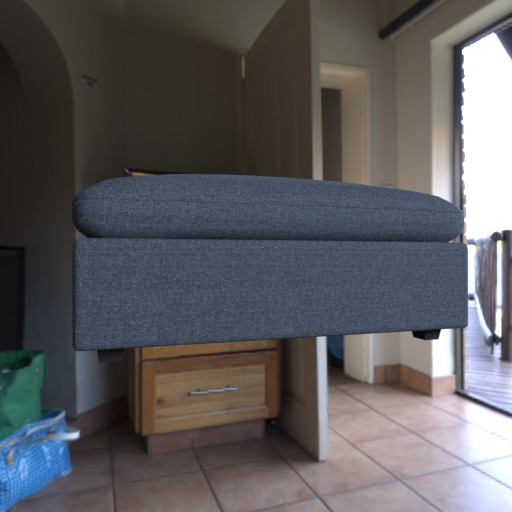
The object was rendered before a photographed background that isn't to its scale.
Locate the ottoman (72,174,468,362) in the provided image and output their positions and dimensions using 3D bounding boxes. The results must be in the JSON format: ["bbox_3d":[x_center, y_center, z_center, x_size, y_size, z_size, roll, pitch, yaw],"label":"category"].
[{"bbox_3d":[0.000,0.000,1.418,1.041,0.483,0.711,0,0,-18],"label":"ottoman"}]
